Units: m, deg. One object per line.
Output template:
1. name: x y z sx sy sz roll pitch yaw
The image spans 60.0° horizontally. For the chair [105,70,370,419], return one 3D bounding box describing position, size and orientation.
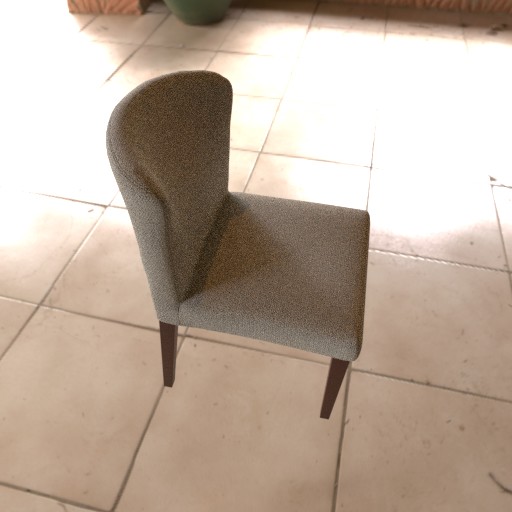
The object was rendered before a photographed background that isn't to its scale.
1. chair: 0.000 0.000 1.187 0.589 0.839 0.491 9 47 9
